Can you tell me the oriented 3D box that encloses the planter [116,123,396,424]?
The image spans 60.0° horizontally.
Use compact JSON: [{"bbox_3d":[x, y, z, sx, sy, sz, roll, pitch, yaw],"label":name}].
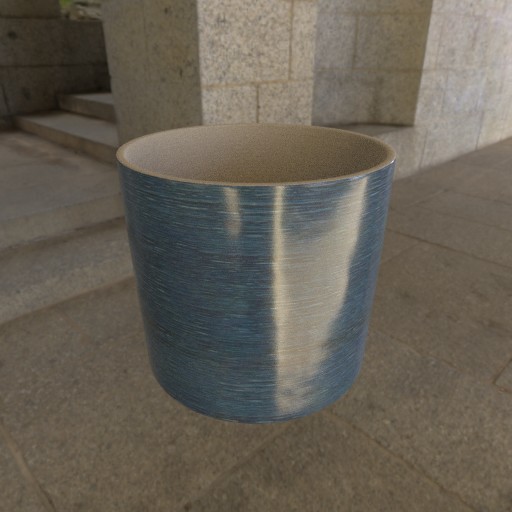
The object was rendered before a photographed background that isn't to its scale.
[{"bbox_3d":[0.000,0.000,0.407,0.221,0.201,0.221,0,26,0],"label":"planter"}]
